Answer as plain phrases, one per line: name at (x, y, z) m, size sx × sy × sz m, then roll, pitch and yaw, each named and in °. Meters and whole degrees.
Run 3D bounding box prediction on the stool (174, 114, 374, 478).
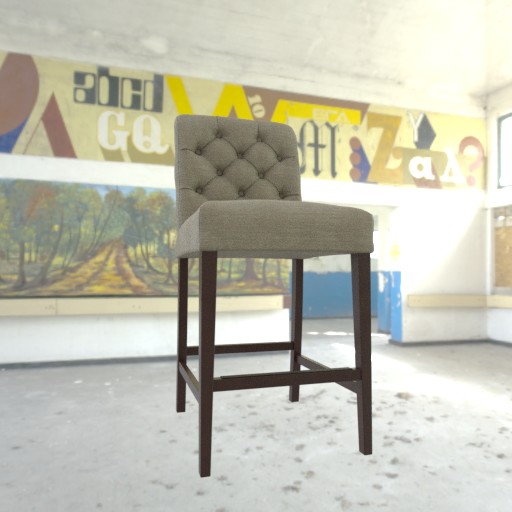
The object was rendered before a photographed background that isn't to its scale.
stool at (0.000, 0.000, 1.441) m, size 0.486 × 1.084 × 0.660 m, roll 1°, pitch -2°, yaw -17°
